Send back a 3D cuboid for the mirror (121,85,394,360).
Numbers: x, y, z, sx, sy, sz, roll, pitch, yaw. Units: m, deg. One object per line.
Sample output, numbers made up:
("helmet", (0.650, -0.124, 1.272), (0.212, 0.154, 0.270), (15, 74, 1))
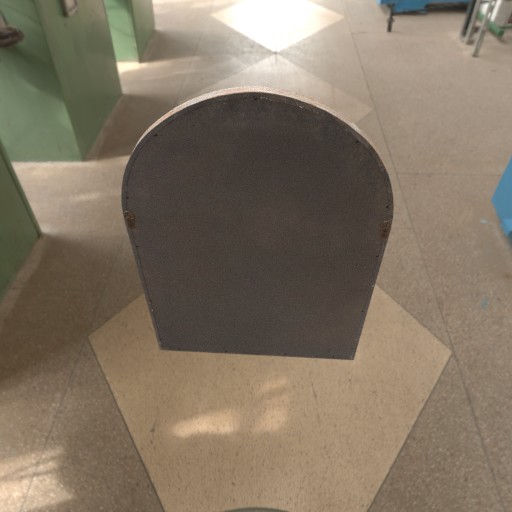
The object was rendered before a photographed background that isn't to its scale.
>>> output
("mirror", (0.000, 0.000, 1.192), (0.660, 0.920, 0.032), (2, 45, 2))
